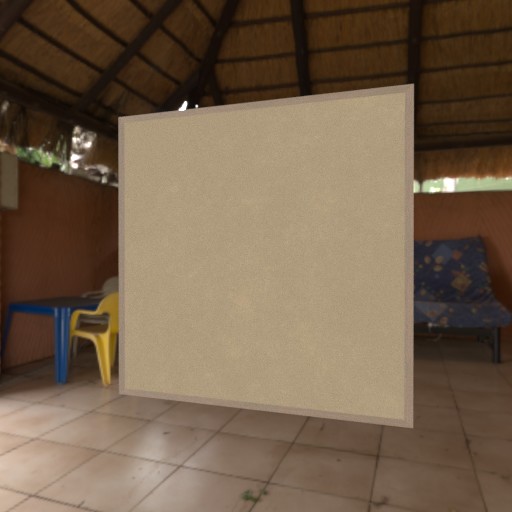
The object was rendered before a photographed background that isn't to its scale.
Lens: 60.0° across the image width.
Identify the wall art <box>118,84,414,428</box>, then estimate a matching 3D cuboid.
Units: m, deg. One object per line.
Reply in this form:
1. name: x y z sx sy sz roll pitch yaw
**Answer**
1. wall art: 0.000 0.000 0.456 0.304 0.303 0.038 0 0 18
